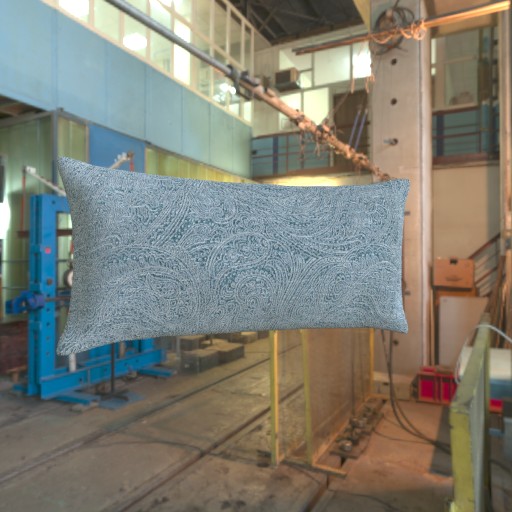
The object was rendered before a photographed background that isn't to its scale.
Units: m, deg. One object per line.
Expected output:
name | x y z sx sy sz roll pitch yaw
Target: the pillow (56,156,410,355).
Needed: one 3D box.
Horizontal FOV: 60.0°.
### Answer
pillow | 0.000 0.000 0.746 0.615 0.295 0.151 0 -1 -18
